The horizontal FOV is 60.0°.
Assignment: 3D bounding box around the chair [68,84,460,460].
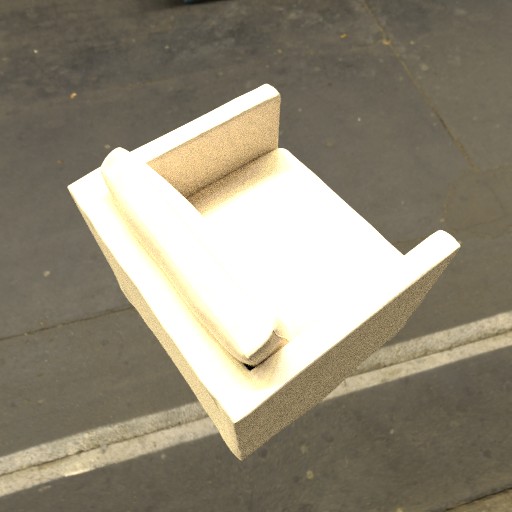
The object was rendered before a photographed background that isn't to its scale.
[{"bbox_3d":[0.000,0.000,1.737,0.947,0.851,1.057,-33,64,-18],"label":"chair"}]
